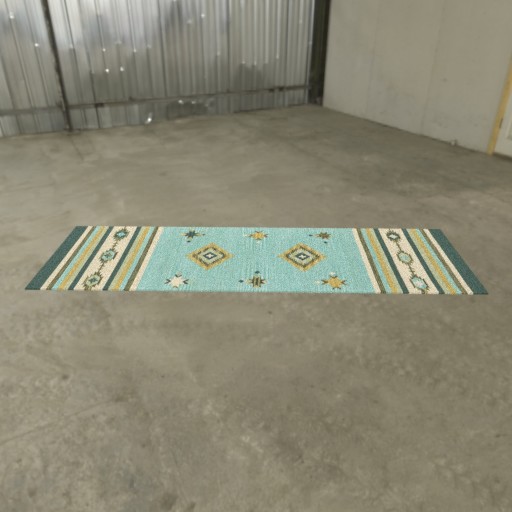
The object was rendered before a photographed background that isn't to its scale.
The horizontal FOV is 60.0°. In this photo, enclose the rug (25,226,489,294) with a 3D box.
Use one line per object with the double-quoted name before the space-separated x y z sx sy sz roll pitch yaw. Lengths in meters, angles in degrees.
"rug" 0.000 0.000 2.654 2.441 0.010 0.744 1 30 1
